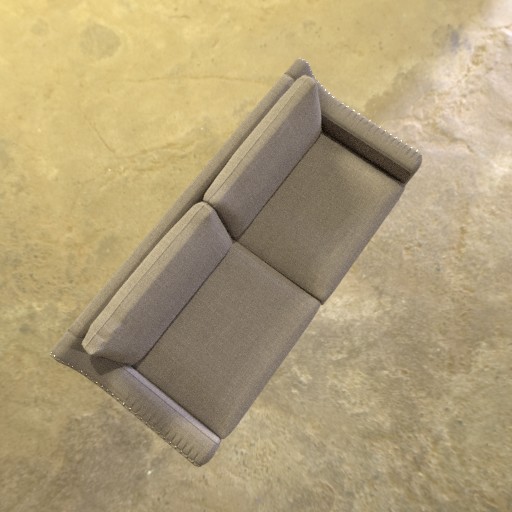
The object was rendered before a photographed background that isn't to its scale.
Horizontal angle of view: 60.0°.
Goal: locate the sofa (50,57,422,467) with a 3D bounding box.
[{"bbox_3d":[0.000,0.000,2.665,1.000,0.857,2.208,36,78,9],"label":"sofa"}]
